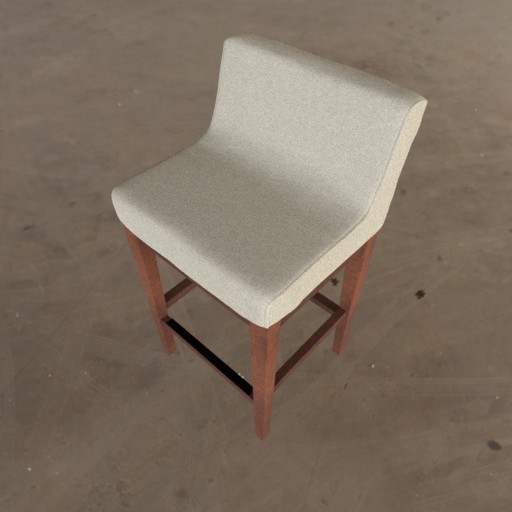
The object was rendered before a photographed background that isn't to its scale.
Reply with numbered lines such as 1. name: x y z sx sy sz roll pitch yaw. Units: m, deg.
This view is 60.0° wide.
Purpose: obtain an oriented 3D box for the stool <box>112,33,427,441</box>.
1. stool: 0.000 0.000 1.204 0.511 0.937 0.500 34 55 28
